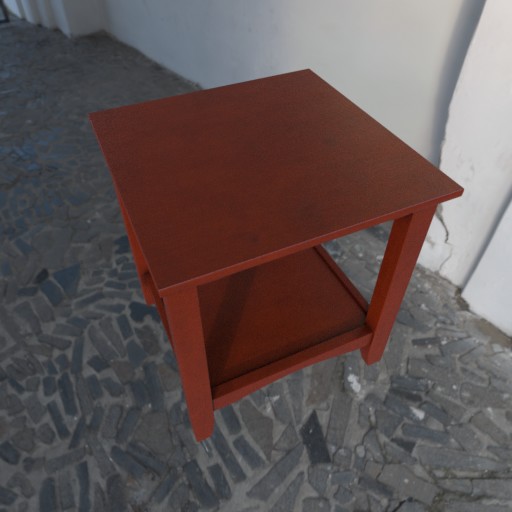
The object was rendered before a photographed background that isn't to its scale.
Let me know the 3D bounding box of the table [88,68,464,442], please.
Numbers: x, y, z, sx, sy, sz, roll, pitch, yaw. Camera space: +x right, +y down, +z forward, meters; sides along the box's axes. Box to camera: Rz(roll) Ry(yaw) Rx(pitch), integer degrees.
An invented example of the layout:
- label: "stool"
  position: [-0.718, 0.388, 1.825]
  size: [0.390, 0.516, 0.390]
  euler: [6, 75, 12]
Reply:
- label: "table"
  position: [0.000, 0.000, 0.989]
  size: [0.523, 0.558, 0.522]
  euler: [-16, 48, -15]
